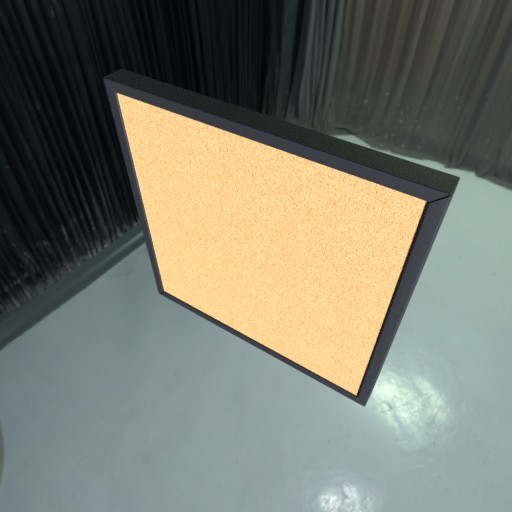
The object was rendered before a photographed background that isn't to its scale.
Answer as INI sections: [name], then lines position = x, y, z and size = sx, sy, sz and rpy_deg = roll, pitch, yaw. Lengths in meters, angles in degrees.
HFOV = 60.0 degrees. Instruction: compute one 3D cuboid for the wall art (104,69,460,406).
[wall art]
position = 0.000, 0.000, 0.752
size = 0.508, 0.508, 0.037
rpy_deg = 25, 52, 22
